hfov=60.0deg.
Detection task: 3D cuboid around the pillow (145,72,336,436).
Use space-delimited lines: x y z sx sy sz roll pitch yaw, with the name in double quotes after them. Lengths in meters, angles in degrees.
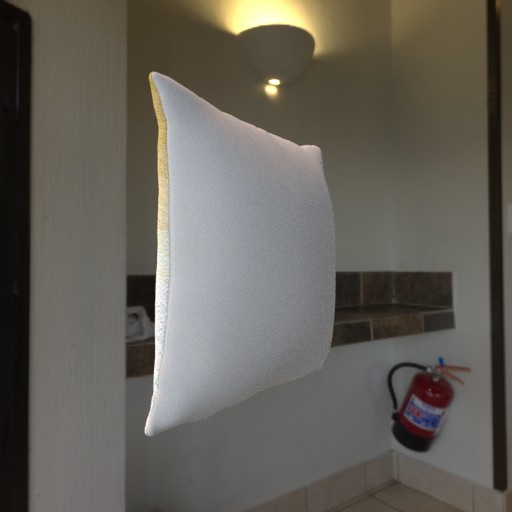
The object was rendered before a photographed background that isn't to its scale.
0.000 0.000 0.717 0.211 0.450 0.450 -1 -2 35 "pillow"
